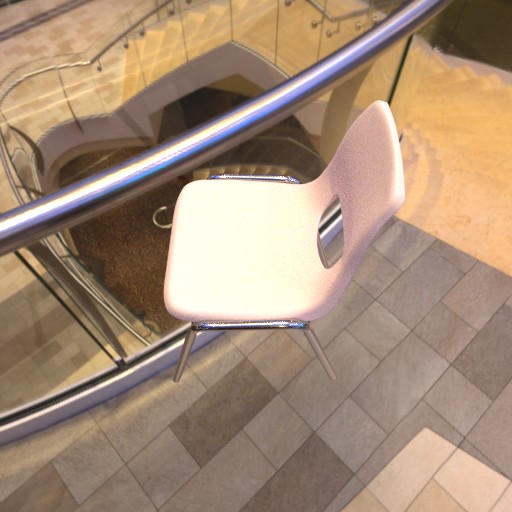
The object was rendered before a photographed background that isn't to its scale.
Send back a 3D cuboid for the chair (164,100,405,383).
[{"bbox_3d":[0.000,0.000,0.966,0.436,0.704,0.381,1,60,1],"label":"chair"}]
